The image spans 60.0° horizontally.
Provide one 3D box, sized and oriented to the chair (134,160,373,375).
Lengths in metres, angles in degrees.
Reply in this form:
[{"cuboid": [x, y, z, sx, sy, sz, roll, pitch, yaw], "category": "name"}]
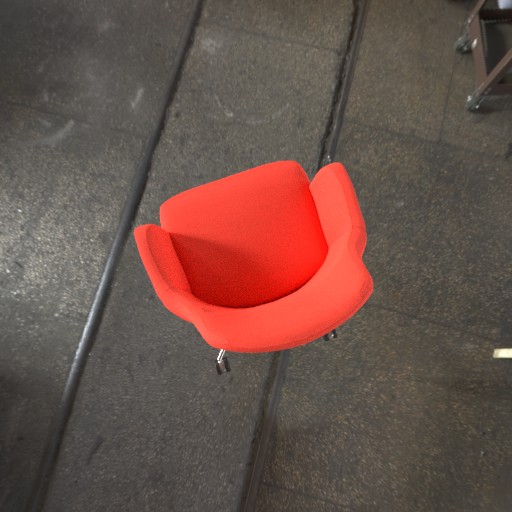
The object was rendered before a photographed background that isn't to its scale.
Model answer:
[{"cuboid": [0.000, 0.000, 1.296, 0.655, 0.820, 0.600, -19, 77, -4], "category": "chair"}]
